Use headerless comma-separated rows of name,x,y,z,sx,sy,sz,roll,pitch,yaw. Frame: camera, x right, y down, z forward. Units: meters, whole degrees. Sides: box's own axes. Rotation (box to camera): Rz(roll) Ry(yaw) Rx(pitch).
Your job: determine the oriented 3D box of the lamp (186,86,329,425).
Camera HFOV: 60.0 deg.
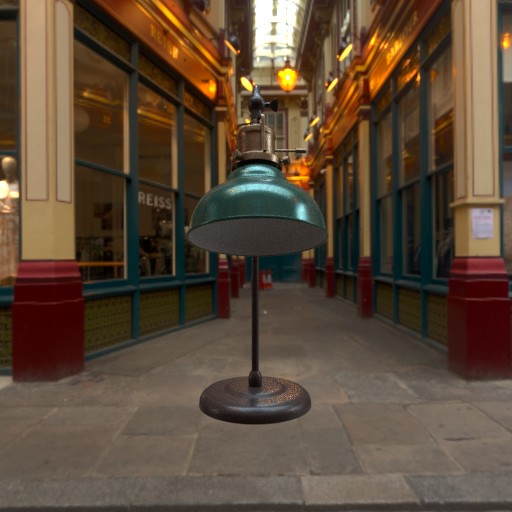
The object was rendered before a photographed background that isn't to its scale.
lamp,0.000,0.000,0.670,0.192,0.508,0.374,0,0,-1
